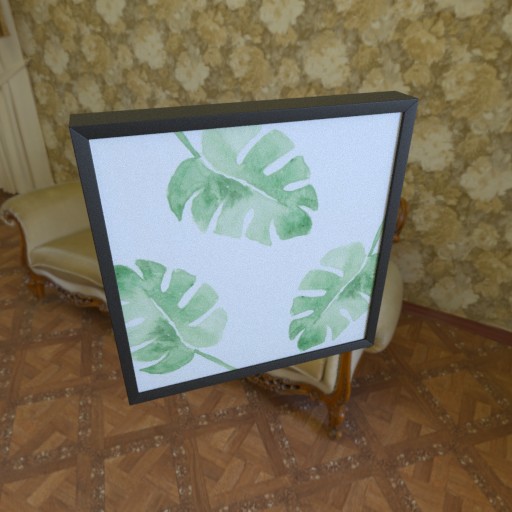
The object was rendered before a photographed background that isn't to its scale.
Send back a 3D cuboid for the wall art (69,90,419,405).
[{"bbox_3d":[0.000,0.000,0.462,0.304,0.304,0.038,-10,33,-16],"label":"wall art"}]
